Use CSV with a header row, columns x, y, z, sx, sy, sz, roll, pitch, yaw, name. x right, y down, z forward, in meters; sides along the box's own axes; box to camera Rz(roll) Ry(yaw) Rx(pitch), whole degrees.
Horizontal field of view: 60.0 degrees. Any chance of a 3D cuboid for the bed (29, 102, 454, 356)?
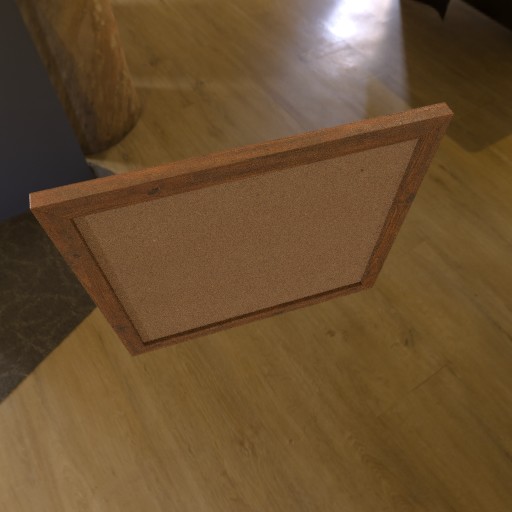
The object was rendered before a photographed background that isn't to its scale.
x,y,z,sx,sy,sz,roll,pitch,yaw,name
0.000,0.000,1.458,1.046,0.942,0.046,-15,59,-9,bed
